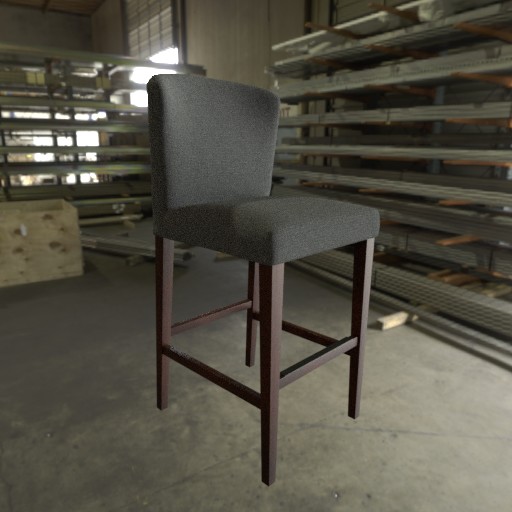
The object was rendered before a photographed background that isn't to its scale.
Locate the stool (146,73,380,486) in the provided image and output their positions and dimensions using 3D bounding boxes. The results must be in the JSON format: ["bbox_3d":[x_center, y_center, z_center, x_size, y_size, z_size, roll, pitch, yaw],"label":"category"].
[{"bbox_3d":[0.000,0.000,1.340,0.568,1.069,0.486,14,20,43],"label":"stool"}]
